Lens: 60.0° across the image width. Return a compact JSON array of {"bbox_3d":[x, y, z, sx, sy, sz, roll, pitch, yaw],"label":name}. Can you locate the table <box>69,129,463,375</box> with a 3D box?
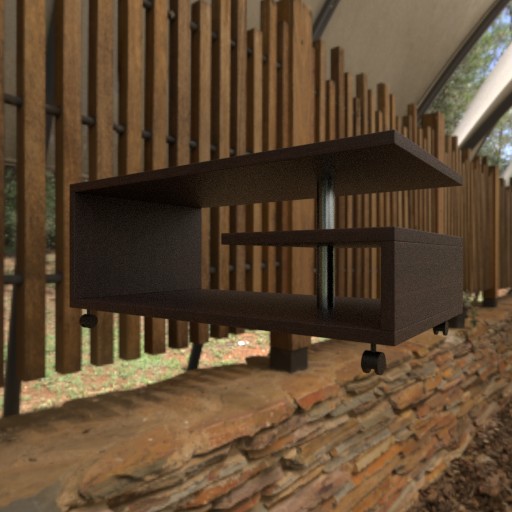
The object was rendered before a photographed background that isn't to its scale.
[{"bbox_3d":[0.000,0.000,1.351,1.050,0.460,0.590,0,0,36],"label":"table"}]
